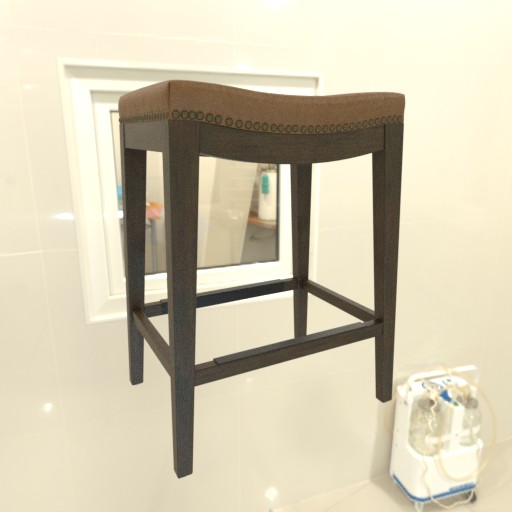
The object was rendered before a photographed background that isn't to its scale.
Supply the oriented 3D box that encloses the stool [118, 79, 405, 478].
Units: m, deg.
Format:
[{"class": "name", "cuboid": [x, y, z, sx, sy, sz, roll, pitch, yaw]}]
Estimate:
[{"class": "stool", "cuboid": [0.000, 0.000, 0.948, 0.500, 0.660, 0.361, -8, 17, -27]}]
